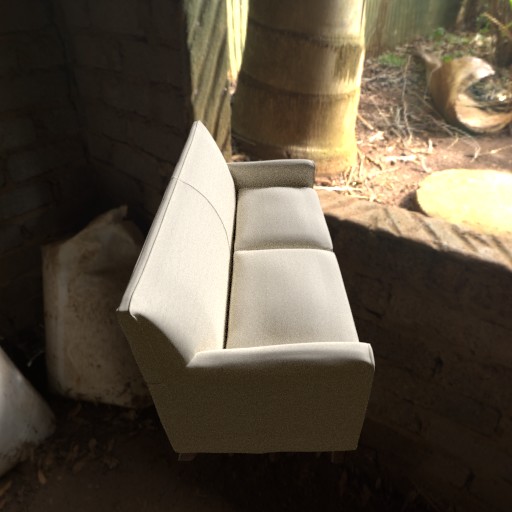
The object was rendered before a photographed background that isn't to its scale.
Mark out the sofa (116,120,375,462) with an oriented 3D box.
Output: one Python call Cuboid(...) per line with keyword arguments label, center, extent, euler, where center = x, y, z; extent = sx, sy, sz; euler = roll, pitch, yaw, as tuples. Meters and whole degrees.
Cuboid(label="sofa", center=(0.000, 0.000, 2.384), extent=(0.841, 0.907, 2.001), euler=(0, 33, 0))
